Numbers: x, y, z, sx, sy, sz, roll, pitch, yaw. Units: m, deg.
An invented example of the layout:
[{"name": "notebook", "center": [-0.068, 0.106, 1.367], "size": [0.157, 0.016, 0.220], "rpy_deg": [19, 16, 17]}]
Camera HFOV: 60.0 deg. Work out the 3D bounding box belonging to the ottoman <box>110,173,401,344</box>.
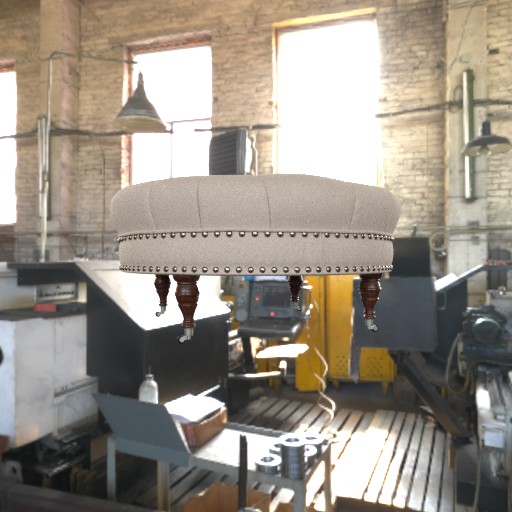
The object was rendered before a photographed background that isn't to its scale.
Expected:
[{"name": "ottoman", "center": [0.000, 0.000, 1.438], "size": [0.901, 0.439, 0.901], "rpy_deg": [0, 0, 0]}]
